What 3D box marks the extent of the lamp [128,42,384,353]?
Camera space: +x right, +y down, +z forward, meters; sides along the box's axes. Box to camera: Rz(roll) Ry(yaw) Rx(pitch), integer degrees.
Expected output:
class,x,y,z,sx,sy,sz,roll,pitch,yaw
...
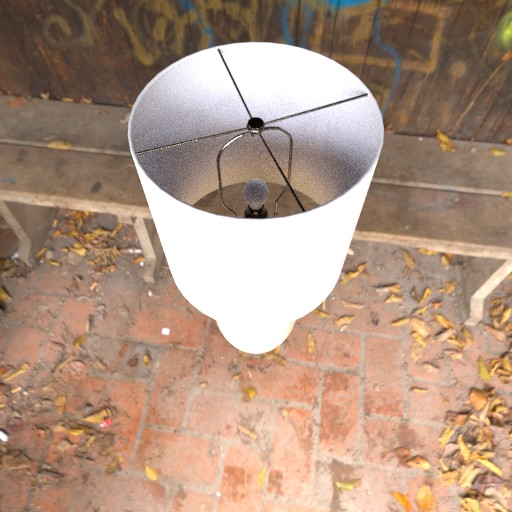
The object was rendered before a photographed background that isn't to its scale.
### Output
class,x,y,z,sx,sy,sz,roll,pitch,yaw
lamp,0.000,0.000,0.572,0.217,0.453,0.217,-17,60,-10
